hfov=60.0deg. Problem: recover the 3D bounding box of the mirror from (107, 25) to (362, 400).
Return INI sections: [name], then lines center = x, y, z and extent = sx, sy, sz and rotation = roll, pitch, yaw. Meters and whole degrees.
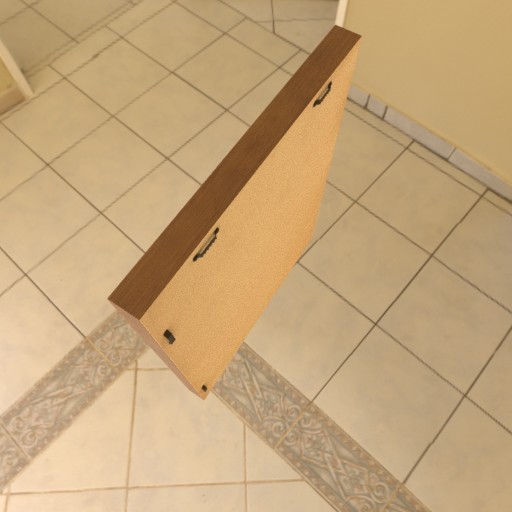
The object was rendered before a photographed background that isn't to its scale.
[mirror]
center = 0.000, 0.000, 0.674
extent = 0.041, 0.509, 0.406
rotation = 30, 68, 13
